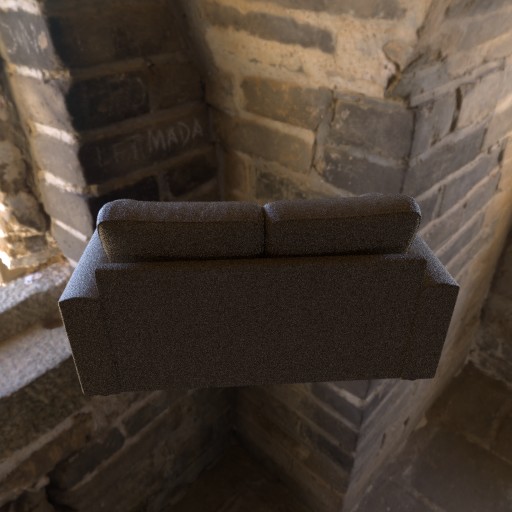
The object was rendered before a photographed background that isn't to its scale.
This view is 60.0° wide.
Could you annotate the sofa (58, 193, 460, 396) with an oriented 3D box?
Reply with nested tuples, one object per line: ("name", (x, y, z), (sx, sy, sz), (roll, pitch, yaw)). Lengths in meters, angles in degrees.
("sofa", (0.000, 0.000, 2.251), (1.616, 0.873, 1.016), (-2, 31, -3))
